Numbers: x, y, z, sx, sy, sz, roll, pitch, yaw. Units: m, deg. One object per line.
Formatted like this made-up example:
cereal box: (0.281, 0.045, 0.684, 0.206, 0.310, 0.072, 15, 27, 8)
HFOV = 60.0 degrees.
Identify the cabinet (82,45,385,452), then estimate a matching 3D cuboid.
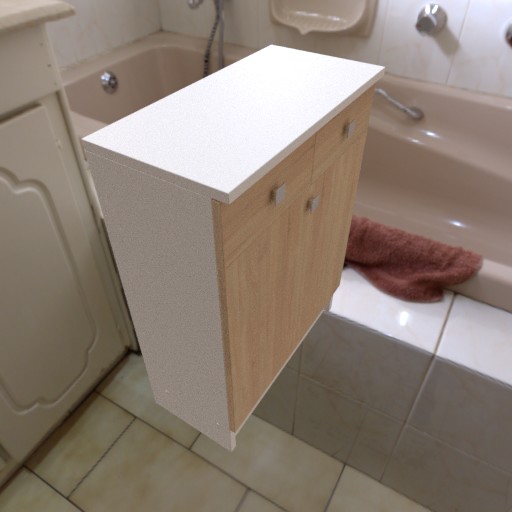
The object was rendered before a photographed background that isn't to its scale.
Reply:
cabinet: (0.000, 0.000, 1.123, 0.296, 0.815, 0.600, 23, 47, 24)
